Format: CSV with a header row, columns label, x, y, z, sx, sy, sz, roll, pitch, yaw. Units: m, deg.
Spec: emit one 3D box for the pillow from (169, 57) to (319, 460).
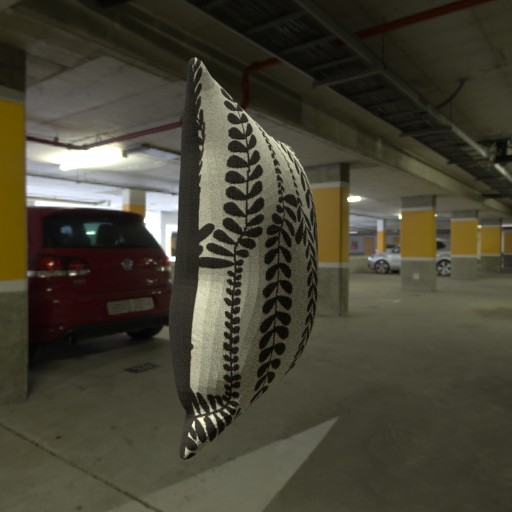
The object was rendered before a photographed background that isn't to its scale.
label,x,y,z,sx,sy,sz,roll,pitch,yaw
pillow,0.000,0.000,0.681,0.182,0.441,0.440,0,1,19
